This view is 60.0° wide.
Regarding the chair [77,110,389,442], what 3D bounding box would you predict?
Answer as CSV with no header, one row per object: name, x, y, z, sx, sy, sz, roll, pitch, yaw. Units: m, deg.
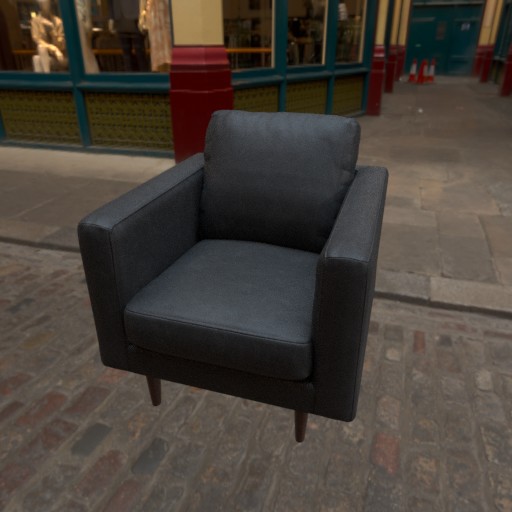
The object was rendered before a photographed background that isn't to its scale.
chair,0.000,0.000,1.571,0.831,0.898,0.879,8,27,16
